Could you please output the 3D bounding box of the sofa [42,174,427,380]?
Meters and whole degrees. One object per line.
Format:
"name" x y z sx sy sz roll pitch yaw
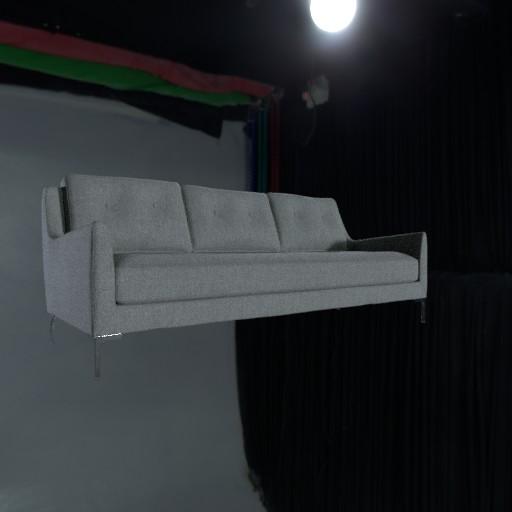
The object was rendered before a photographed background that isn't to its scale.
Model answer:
"sofa" 0.000 0.000 2.476 2.060 0.837 0.849 -1 1 -36
